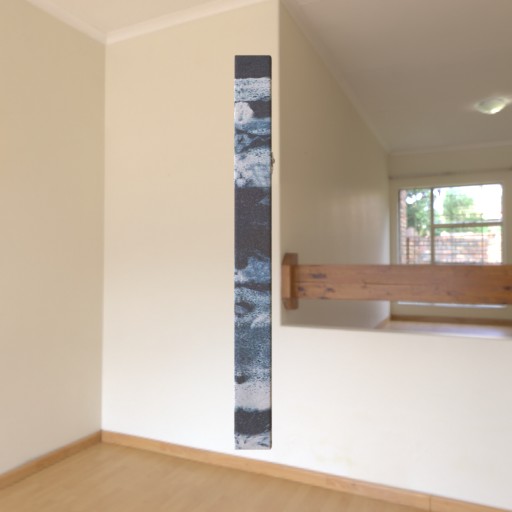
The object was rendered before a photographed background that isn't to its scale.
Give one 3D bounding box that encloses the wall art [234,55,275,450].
[{"bbox_3d":[0.000,0.000,0.758,0.043,0.407,0.609,0,-1,0],"label":"wall art"}]
